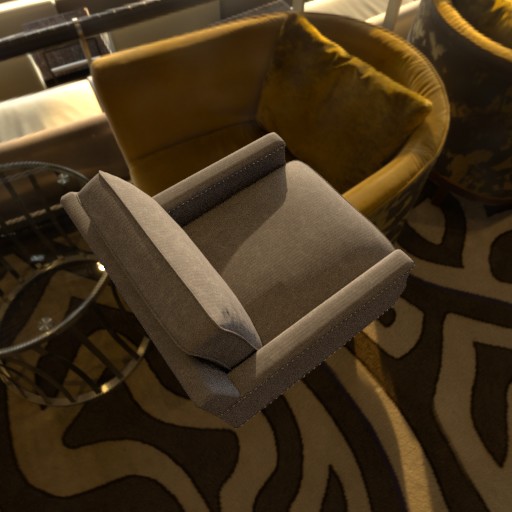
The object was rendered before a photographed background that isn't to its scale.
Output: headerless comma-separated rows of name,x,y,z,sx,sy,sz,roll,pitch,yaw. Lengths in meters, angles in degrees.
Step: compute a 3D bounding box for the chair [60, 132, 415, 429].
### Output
chair,0.000,0.000,1.737,1.014,0.948,0.853,-33,65,-18
